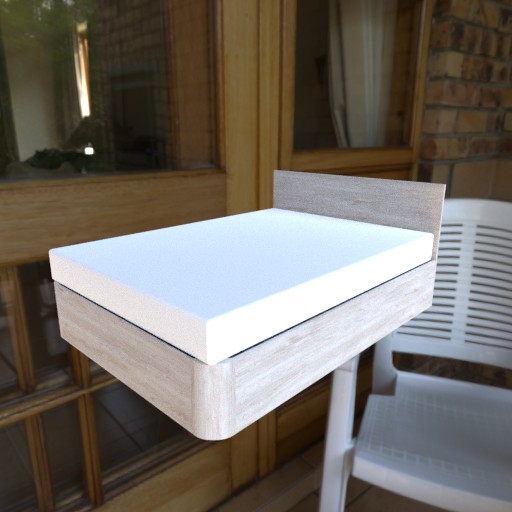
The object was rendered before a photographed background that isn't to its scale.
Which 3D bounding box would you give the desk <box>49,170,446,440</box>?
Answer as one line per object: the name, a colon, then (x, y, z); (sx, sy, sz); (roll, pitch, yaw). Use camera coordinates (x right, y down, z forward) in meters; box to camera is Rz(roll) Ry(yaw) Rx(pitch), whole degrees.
desk: (0.000, 0.000, 2.637); (1.400, 0.800, 1.900); (15, 22, 42)
